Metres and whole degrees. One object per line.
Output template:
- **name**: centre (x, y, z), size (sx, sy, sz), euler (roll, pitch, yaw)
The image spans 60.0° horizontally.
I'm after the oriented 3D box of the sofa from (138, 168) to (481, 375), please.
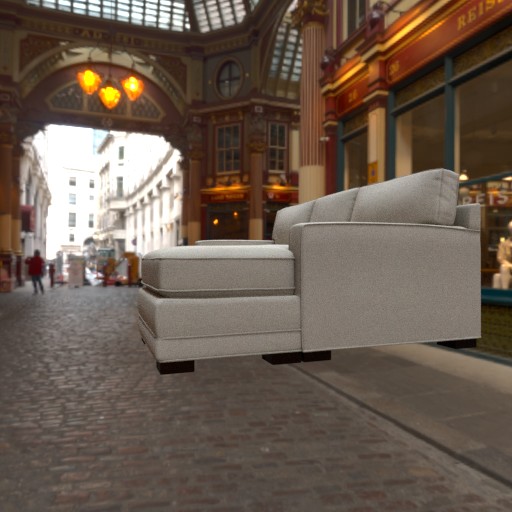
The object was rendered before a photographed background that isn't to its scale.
- **sofa**: centre (0.000, 0.000, 2.791), size (1.496, 0.861, 2.087), euler (0, 0, -20)
